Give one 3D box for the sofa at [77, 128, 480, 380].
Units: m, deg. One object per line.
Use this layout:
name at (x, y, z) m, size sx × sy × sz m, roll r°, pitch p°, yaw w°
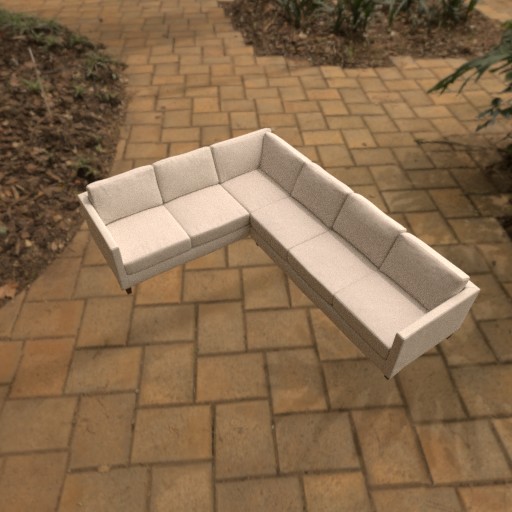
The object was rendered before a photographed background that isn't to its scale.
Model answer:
sofa at (0.000, 0.000, 4.339) m, size 2.432 × 0.863 × 3.182 m, roll -25°, pitch 50°, yaw -23°
